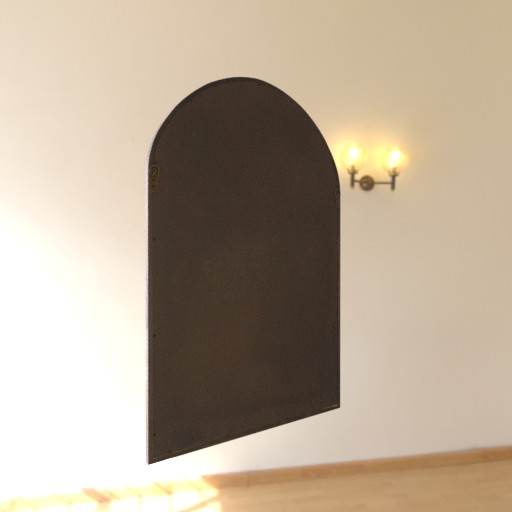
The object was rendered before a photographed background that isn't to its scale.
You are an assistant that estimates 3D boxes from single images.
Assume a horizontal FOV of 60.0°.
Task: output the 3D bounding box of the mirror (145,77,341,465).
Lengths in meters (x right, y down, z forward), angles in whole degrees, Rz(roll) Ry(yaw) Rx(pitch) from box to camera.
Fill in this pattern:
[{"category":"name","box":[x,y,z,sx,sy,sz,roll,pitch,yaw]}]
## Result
[{"category":"mirror","box":[0.000,0.000,1.162,0.609,0.915,0.032,0,0,-37]}]
